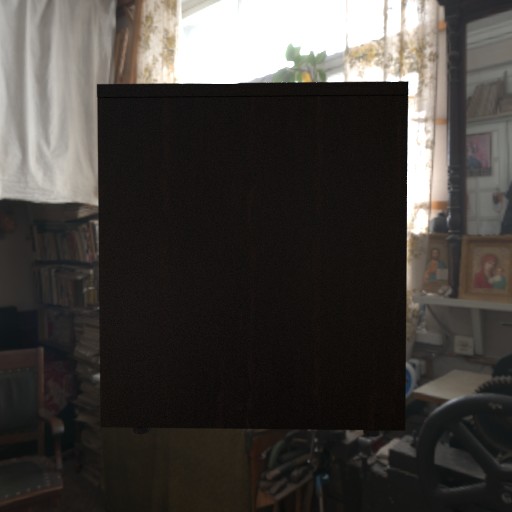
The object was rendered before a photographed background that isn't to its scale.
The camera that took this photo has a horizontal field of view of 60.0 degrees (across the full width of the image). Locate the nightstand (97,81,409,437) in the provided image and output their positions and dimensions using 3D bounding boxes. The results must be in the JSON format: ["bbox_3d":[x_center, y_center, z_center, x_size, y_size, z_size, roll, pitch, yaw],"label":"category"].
[{"bbox_3d":[0.000,0.000,0.856,0.427,0.487,0.489,0,2,1],"label":"nightstand"}]
